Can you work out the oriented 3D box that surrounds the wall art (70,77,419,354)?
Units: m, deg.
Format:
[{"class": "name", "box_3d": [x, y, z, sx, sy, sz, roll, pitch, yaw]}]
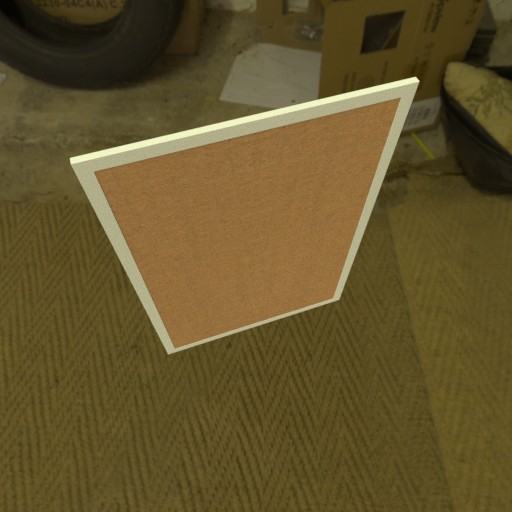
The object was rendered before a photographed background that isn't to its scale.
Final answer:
[{"class": "wall art", "box_3d": [0.000, 0.000, 1.214, 0.660, 0.965, 0.015, -16, 60, -10]}]
